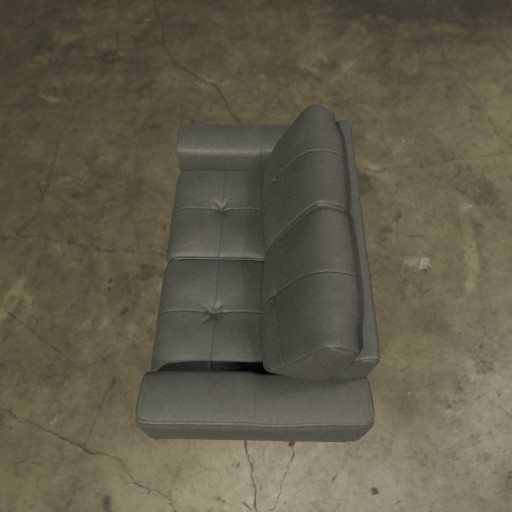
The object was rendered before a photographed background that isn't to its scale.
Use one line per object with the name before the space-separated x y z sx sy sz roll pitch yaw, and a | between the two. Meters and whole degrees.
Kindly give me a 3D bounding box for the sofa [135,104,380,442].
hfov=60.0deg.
sofa | 0.000 0.000 2.350 1.018 0.907 1.806 1 59 1
